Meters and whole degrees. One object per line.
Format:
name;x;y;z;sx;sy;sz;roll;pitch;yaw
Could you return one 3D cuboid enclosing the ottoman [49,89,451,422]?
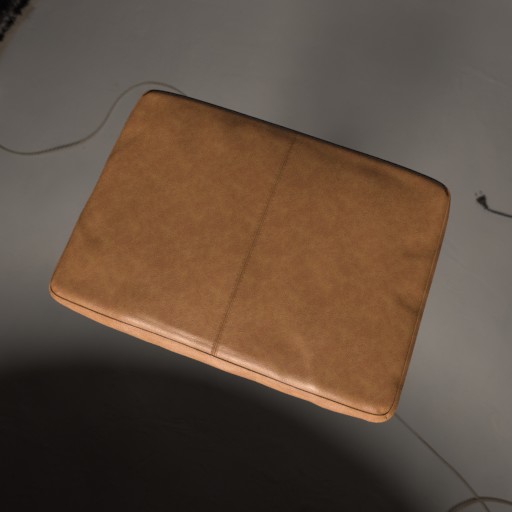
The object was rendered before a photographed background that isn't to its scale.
ottoman;0.000;0.000;1.223;0.869;0.461;0.630;19;76;5
